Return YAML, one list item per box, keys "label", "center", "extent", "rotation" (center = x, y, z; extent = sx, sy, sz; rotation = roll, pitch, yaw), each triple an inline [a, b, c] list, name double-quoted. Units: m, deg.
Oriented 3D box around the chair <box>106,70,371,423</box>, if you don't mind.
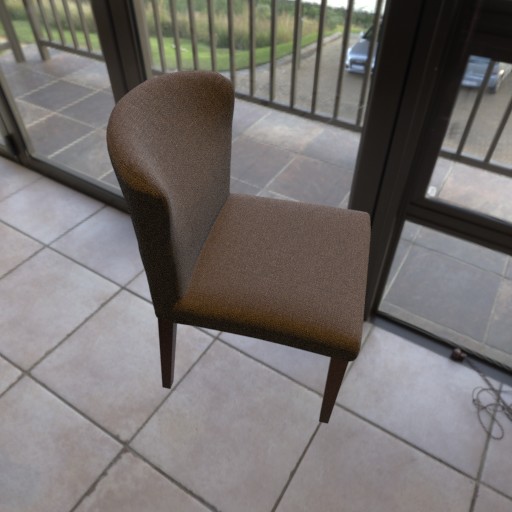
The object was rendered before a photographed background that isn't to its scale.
- label: "chair"
  center: [0.000, 0.000, 1.186]
  extent: [0.589, 0.839, 0.491]
  rotation: [10, 46, 9]
